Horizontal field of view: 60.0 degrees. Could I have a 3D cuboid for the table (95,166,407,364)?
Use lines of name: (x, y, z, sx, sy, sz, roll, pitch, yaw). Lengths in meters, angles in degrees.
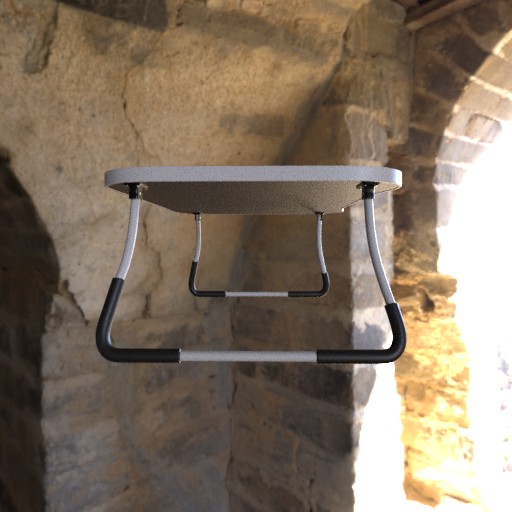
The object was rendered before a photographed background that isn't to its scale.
table: (0.000, 0.000, 0.832, 0.400, 0.232, 0.660, 0, 1, 1)
